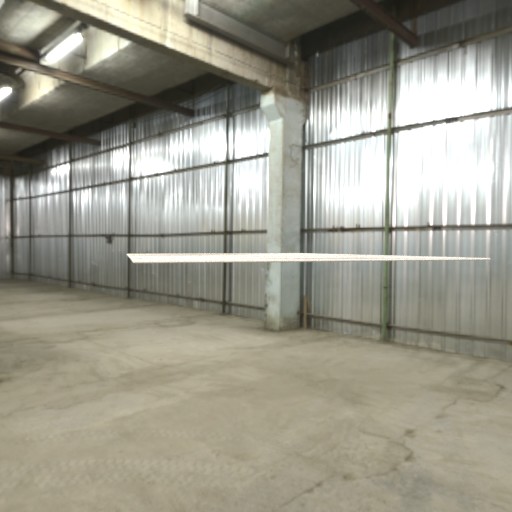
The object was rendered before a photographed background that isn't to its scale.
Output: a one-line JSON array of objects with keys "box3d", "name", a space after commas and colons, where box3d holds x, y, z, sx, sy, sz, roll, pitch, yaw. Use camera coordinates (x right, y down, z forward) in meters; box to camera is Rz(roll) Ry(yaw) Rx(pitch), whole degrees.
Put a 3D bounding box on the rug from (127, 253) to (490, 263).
[{"box3d": [0.000, 0.000, 2.764, 1.533, 0.010, 2.142, 0, 1, -17], "name": "rug"}]
